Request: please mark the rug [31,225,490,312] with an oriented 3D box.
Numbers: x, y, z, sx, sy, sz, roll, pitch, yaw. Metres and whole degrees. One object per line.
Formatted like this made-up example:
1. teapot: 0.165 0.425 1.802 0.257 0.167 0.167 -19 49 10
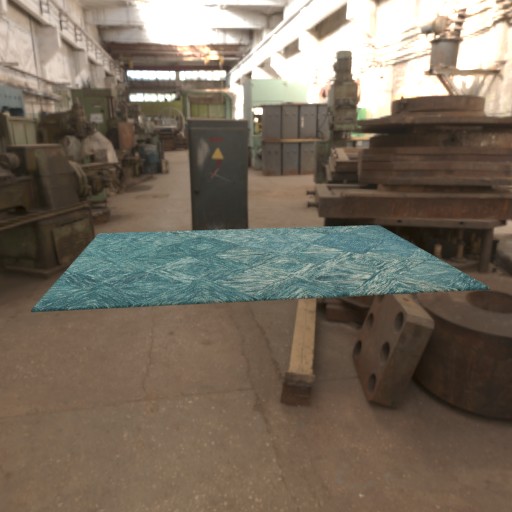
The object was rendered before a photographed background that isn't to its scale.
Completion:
1. rug: 0.000 0.000 2.879 2.277 0.015 1.490 -2 17 -7
